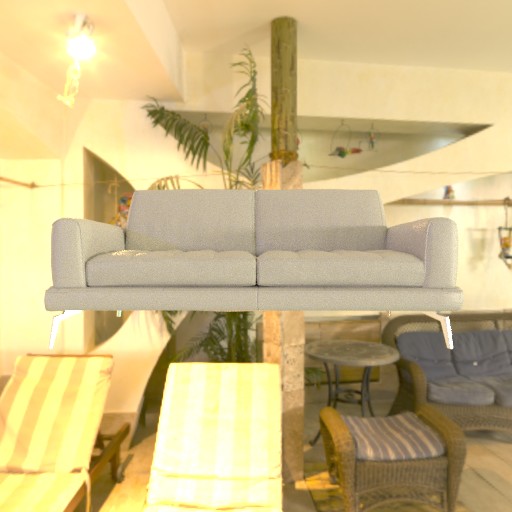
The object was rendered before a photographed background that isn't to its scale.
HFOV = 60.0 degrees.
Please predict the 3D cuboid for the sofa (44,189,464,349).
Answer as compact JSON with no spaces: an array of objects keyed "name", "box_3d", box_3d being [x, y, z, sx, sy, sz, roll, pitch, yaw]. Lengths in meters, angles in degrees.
[{"name":"sofa","box_3d":[0.000,0.000,2.774,2.177,0.930,1.121,0,1,1]}]
